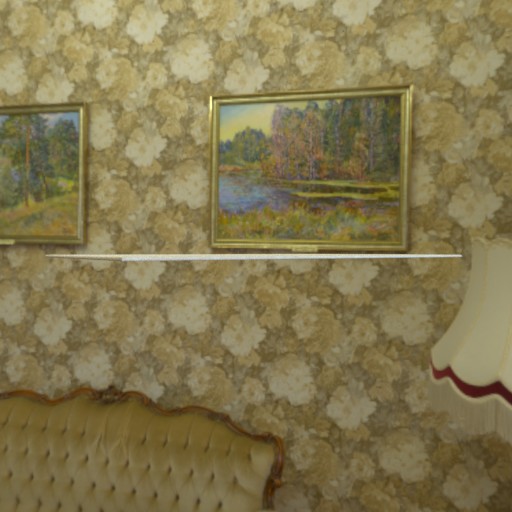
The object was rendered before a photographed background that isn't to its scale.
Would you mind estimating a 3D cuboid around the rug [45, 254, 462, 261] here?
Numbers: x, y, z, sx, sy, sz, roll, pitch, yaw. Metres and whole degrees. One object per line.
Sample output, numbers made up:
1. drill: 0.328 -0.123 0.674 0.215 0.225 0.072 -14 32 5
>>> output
1. rug: 0.000 0.000 2.347 1.848 0.014 1.238 0 1 -35
